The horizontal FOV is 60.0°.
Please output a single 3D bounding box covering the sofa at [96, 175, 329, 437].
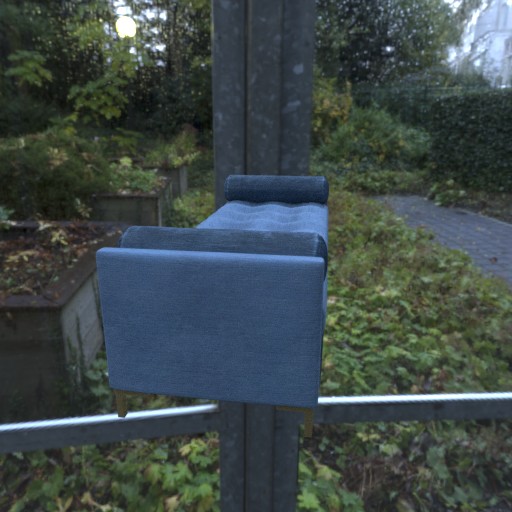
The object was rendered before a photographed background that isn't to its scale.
[{"bbox_3d":[0.000,0.000,2.498,0.796,0.705,2.102,3,17,9],"label":"sofa"}]
